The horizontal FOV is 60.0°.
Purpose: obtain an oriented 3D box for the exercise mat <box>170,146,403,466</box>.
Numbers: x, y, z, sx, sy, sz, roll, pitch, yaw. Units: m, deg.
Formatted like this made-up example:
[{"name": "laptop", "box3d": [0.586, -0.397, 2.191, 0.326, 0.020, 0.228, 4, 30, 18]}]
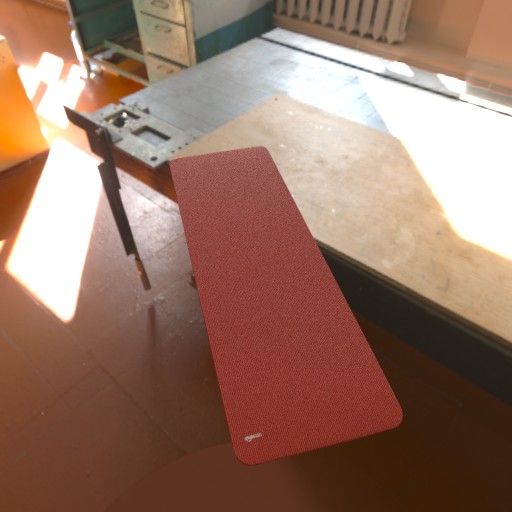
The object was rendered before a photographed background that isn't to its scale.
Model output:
[{"name": "exercise mat", "box3d": [0.000, 0.000, 2.134, 0.616, 0.021, 1.869, -11, 47, -10]}]
